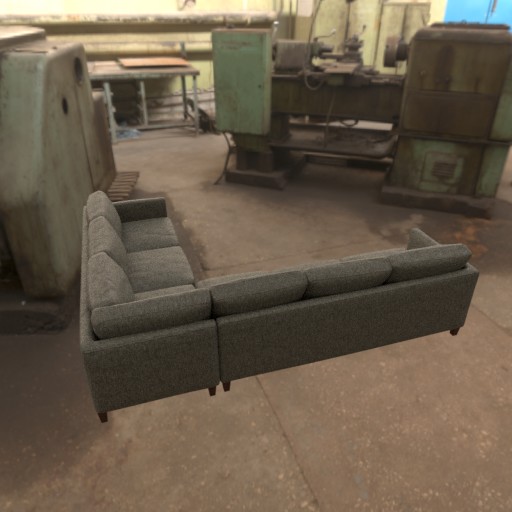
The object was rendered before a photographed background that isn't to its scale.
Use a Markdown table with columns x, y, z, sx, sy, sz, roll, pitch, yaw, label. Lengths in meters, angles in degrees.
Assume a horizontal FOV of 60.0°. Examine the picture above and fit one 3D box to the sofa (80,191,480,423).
| x | y | z | sx | sy | sz | roll | pitch | yaw | label |
| --- | --- | --- | --- | --- | --- | --- | --- | --- | --- |
| 0.000 | 0.000 | 4.523 | 3.302 | 0.947 | 2.593 | -9 | 31 | -16 | sofa |
